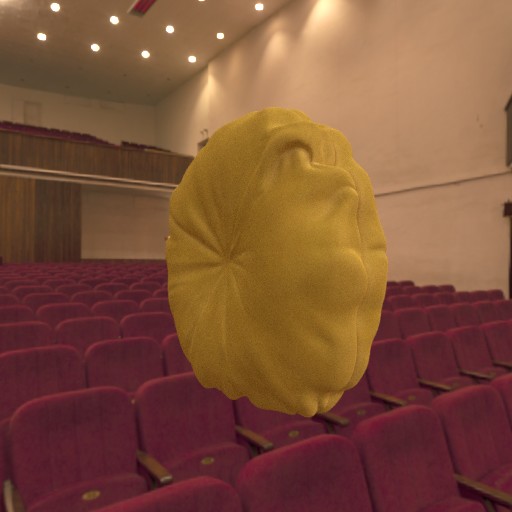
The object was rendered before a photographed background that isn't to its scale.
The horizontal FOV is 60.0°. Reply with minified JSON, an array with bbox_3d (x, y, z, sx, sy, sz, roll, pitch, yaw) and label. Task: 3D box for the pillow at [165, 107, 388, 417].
[{"bbox_3d":[0.000,0.000,0.633,0.148,0.407,0.428,1,-2,-36],"label":"pillow"}]
